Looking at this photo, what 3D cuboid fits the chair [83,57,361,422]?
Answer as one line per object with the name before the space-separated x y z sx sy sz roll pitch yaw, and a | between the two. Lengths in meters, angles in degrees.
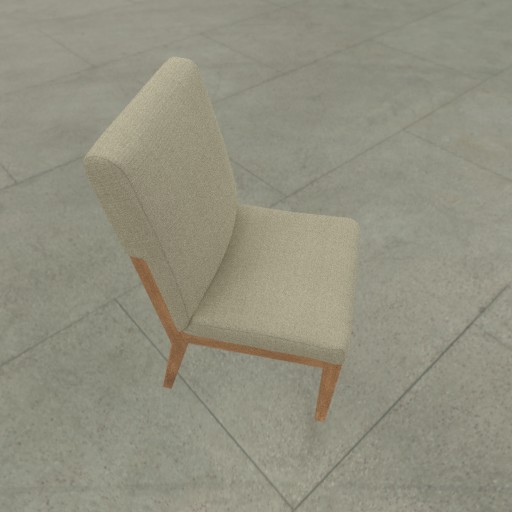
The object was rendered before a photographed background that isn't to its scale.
chair | 0.000 0.000 1.272 0.586 0.911 0.507 10 47 9
